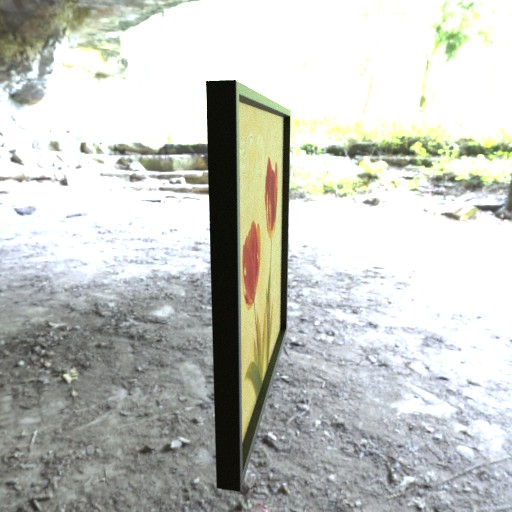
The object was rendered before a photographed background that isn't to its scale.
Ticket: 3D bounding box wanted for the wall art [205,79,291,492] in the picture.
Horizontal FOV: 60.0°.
[{"bbox_3d":[0.000,0.000,0.525,0.038,0.349,0.349,3,15,10],"label":"wall art"}]
